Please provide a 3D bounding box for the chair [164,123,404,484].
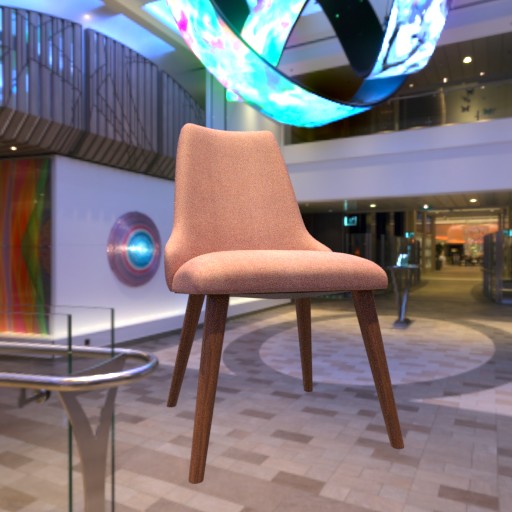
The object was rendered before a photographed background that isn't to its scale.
[{"bbox_3d":[0.000,0.000,1.306,0.535,0.918,0.707,0,0,-18],"label":"chair"}]
